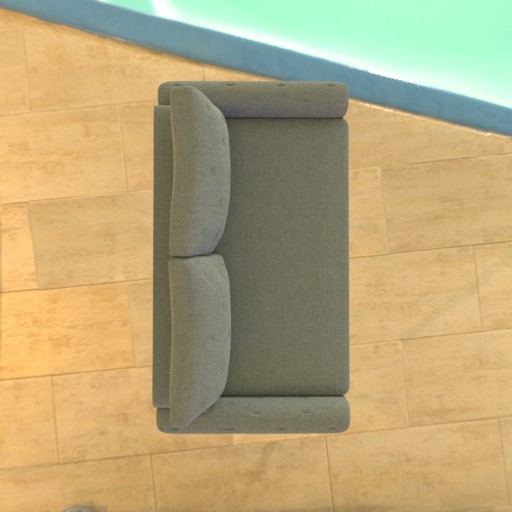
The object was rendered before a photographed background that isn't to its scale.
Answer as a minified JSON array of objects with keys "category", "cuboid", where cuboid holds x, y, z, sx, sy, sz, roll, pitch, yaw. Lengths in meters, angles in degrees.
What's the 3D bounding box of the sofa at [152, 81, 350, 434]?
[{"category":"sofa","cuboid":[0.000,0.000,2.130,0.920,0.790,1.650,0,89,0]}]
